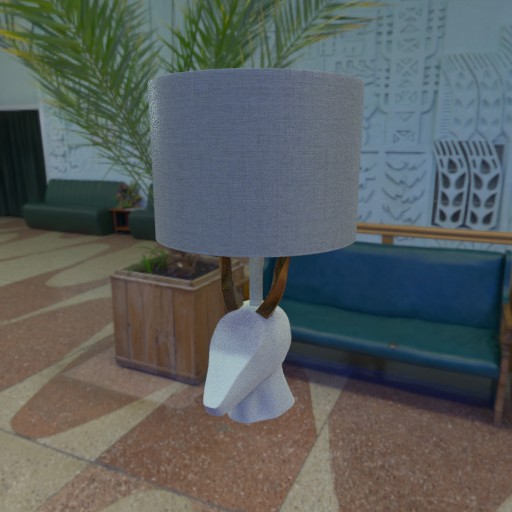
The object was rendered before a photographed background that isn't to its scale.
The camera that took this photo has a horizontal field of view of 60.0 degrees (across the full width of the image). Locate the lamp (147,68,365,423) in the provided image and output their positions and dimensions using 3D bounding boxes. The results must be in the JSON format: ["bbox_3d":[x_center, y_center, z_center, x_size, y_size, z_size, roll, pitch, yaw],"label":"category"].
[{"bbox_3d":[0.000,0.000,0.684,0.298,0.503,0.298,7,15,26],"label":"lamp"}]
